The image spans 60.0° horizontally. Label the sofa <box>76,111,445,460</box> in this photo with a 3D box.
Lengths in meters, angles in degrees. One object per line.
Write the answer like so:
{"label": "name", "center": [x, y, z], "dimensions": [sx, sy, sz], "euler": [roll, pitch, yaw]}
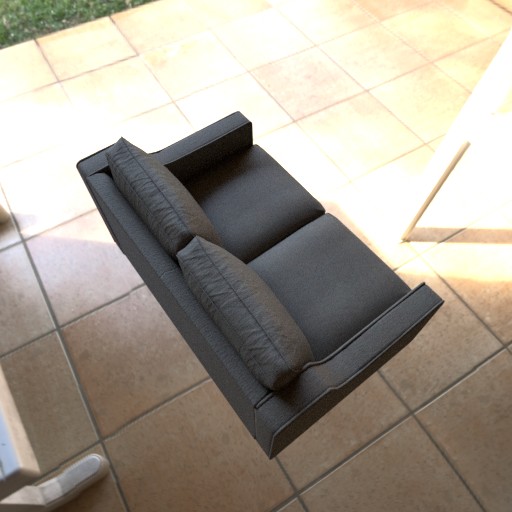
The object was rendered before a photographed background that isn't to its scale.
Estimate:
{"label": "sofa", "center": [0.000, 0.000, 2.192], "dimensions": [0.985, 0.981, 1.503], "euler": [-33, 64, -18]}
